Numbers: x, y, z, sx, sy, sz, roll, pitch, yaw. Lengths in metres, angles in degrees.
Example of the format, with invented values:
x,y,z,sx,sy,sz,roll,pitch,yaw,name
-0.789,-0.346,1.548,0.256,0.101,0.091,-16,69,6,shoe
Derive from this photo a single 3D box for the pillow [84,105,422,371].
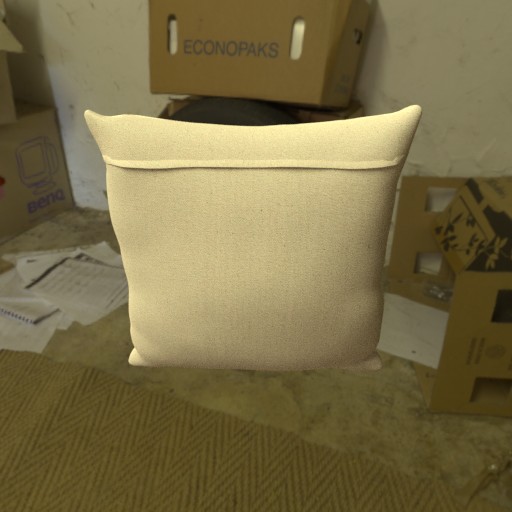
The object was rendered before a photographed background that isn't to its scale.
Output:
x,y,z,sx,sy,sz,roll,pitch,yaw,name
0.000,0.000,0.669,0.440,0.441,0.182,0,30,0,pillow
